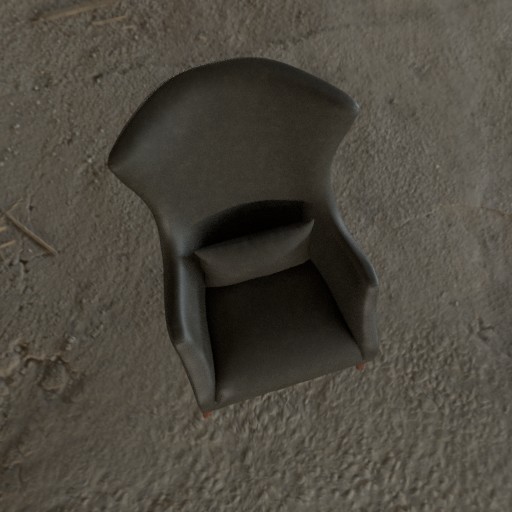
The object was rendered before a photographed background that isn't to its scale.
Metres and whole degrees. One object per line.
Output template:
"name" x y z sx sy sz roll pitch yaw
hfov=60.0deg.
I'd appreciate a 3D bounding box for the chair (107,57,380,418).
"chair" 0.000 0.000 1.732 0.819 1.068 0.954 -15 64 -7
